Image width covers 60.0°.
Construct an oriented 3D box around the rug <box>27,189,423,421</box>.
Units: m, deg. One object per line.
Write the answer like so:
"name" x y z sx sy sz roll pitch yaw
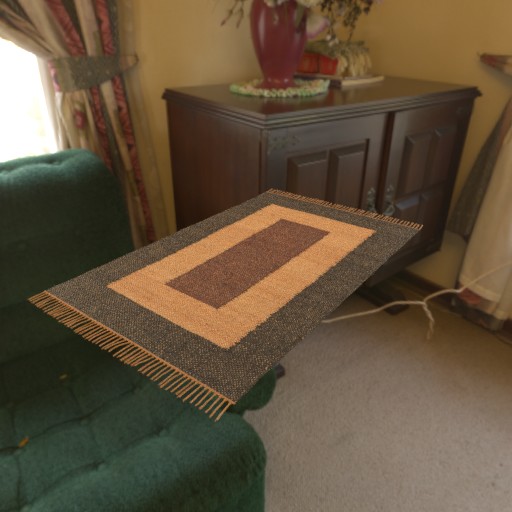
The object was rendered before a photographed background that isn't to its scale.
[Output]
"rug" 0.000 0.000 1.881 0.920 0.013 1.541 19 33 33
